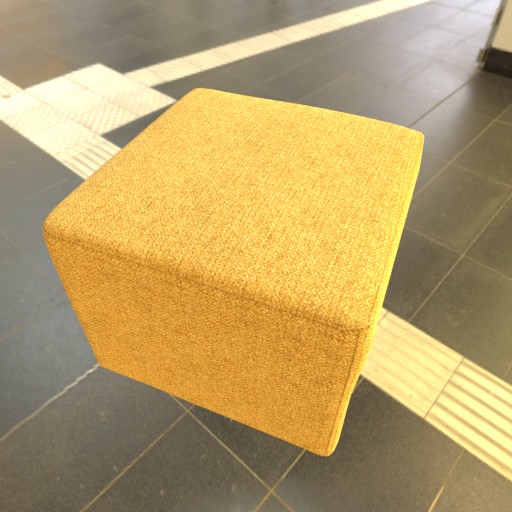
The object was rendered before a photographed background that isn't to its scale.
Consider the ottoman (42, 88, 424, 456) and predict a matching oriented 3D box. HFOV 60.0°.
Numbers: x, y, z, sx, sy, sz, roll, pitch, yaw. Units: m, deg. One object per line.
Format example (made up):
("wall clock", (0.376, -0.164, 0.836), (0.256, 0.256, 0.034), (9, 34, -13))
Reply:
("ottoman", (0.000, 0.000, 0.878), (0.505, 0.441, 0.512), (16, 48, 16))
